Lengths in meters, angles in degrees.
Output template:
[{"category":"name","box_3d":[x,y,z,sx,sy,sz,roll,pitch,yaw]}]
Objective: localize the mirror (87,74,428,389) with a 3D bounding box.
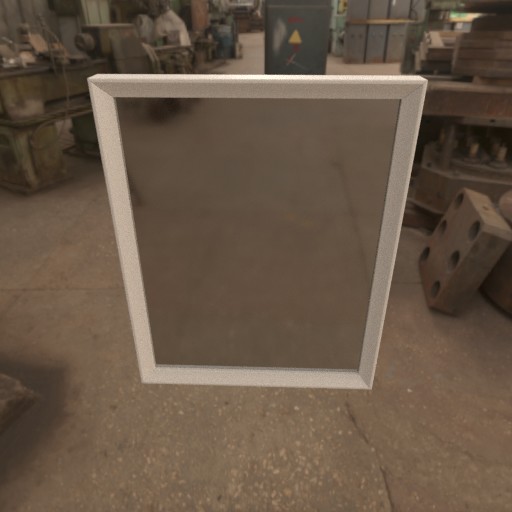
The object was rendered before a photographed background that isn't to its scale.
[{"category":"mirror","box_3d":[0.000,0.000,0.671,0.406,0.509,0.041,1,30,2]}]
